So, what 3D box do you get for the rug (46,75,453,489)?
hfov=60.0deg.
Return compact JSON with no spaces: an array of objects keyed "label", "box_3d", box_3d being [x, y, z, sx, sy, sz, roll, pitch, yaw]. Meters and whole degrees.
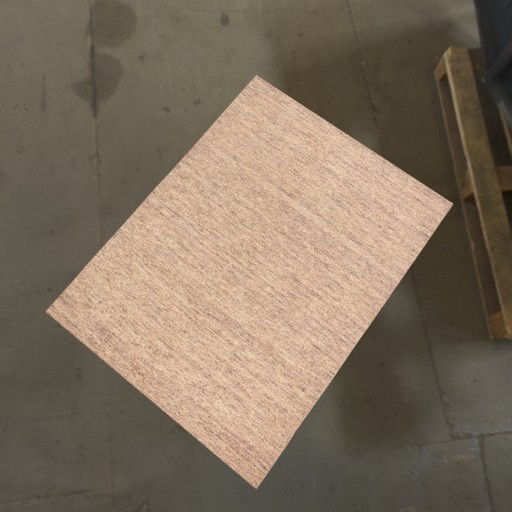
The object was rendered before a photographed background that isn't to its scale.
[{"label":"rug","box_3d":[0.000,0.000,4.230,2.448,0.013,3.205,36,78,9]}]
